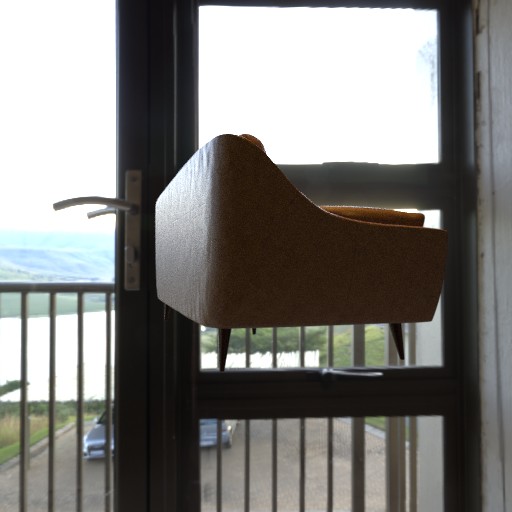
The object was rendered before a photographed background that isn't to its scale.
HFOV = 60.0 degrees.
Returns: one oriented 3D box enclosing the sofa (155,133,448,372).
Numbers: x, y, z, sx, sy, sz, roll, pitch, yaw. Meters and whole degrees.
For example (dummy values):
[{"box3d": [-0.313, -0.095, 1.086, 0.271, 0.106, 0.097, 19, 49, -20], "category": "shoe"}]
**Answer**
[{"box3d": [0.000, 0.000, 2.379, 0.904, 0.839, 1.902, 0, -1, -19], "category": "sofa"}]
